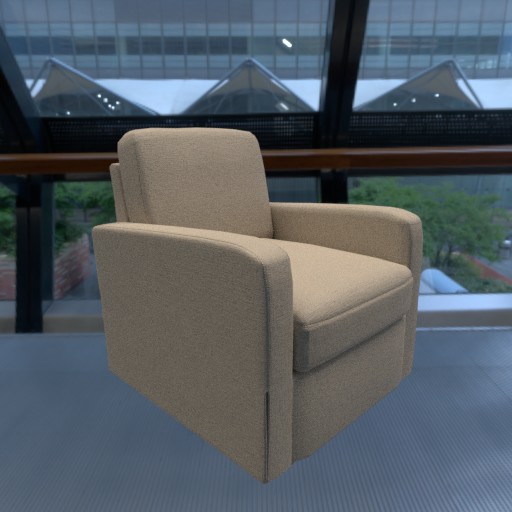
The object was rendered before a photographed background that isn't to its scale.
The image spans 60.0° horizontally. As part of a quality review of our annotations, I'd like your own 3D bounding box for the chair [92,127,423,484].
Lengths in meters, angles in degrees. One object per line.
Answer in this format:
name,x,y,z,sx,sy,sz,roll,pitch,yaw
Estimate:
chair,0.000,0.000,1.471,0.888,0.827,0.755,14,21,43
